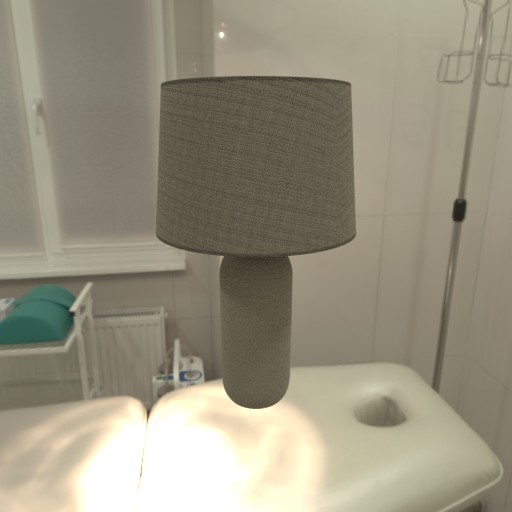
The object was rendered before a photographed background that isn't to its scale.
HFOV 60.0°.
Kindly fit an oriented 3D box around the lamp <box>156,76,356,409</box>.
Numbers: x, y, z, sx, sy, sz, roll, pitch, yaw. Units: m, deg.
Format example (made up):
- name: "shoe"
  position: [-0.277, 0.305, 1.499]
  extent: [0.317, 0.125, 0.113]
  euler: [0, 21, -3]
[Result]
- name: "lamp"
  position: [0.000, 0.000, 0.845]
  extent: [0.367, 0.609, 0.367]
  euler: [0, 17, 0]
